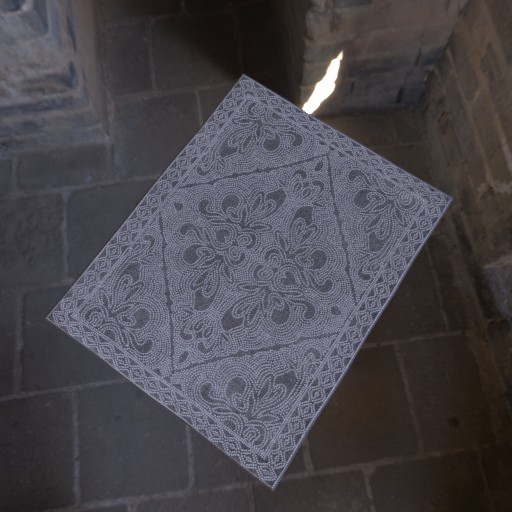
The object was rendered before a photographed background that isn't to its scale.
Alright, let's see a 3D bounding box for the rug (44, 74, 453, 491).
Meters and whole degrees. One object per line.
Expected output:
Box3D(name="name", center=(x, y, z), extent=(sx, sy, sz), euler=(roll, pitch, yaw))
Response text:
Box3D(name="rug", center=(0.000, 0.000, 4.014), extent=(2.438, 0.012, 3.048), euler=(34, 77, 9))
